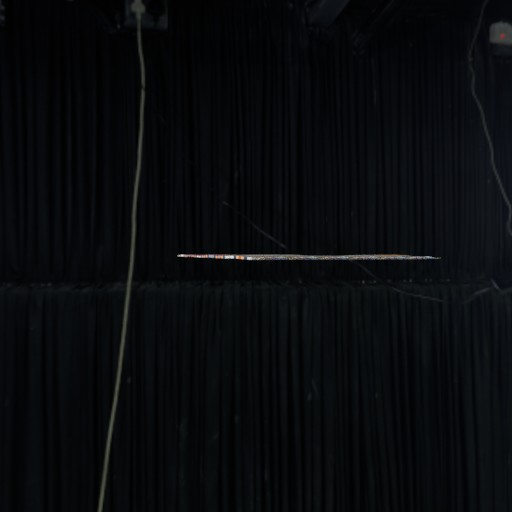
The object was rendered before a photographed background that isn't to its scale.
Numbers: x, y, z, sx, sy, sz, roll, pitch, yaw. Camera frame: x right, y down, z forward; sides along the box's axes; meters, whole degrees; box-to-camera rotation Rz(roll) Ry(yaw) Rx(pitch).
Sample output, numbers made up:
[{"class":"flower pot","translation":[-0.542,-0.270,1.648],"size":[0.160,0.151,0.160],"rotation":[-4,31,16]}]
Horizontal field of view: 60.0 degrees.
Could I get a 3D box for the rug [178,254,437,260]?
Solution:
[{"class":"rug","translation":[0.000,0.000,2.676],"size":[0.695,0.017,2.455],"rotation":[0,0,-16]}]
